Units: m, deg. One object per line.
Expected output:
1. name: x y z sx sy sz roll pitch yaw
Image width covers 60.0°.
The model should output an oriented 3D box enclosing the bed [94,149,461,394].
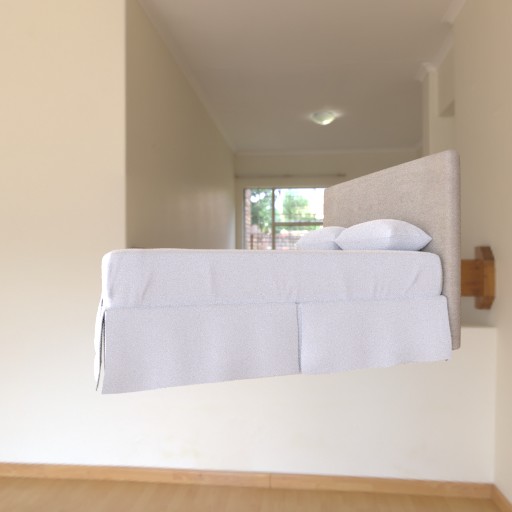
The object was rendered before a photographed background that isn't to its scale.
1. bed: 0.000 0.000 3.154 2.162 1.330 1.713 0 0 -19
